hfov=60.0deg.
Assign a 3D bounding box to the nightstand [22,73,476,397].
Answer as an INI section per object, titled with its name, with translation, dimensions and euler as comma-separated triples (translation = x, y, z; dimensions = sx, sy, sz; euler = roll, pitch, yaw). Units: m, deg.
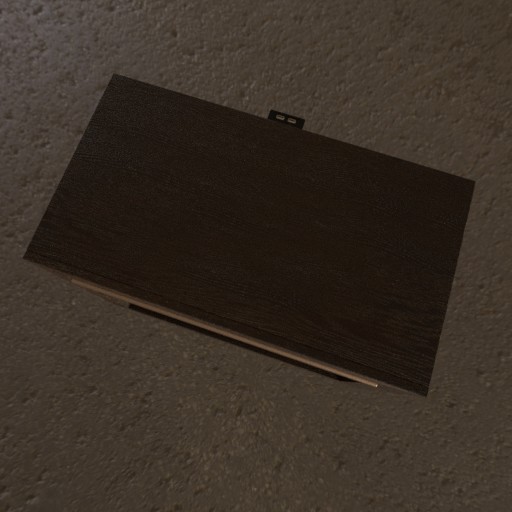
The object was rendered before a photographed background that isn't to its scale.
[nightstand]
translation = 0.000, 0.000, 1.146
dimensions = 0.775, 0.612, 0.457
euler = 18, 76, 5
